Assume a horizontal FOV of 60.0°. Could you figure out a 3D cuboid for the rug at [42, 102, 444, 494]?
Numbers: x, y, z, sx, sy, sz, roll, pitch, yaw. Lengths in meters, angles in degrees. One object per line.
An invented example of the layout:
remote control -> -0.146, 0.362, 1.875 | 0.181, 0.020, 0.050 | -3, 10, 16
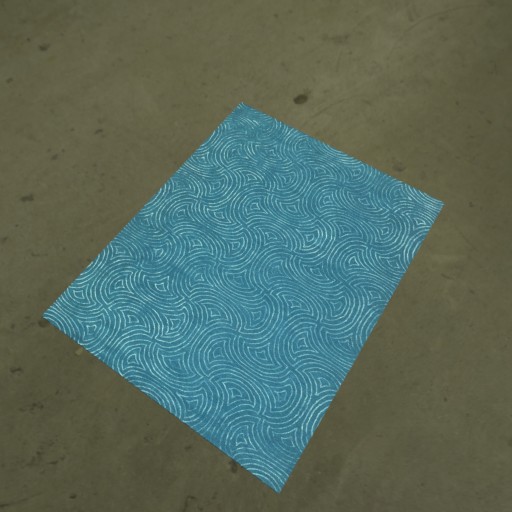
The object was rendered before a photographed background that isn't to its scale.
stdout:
rug -> 0.000, 0.000, 4.092 | 2.432, 0.012, 3.033 | 31, 67, 15
